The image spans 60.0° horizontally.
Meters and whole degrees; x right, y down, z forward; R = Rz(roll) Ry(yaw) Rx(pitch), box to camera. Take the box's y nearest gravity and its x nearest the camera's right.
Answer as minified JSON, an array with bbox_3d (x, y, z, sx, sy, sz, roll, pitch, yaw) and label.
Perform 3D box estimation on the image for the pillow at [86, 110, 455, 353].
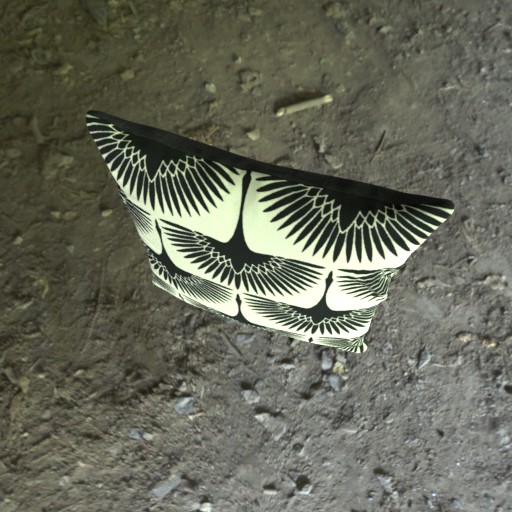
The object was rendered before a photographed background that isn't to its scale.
[{"bbox_3d":[0.000,0.000,0.671,0.432,0.432,0.139,16,60,9],"label":"pillow"}]
